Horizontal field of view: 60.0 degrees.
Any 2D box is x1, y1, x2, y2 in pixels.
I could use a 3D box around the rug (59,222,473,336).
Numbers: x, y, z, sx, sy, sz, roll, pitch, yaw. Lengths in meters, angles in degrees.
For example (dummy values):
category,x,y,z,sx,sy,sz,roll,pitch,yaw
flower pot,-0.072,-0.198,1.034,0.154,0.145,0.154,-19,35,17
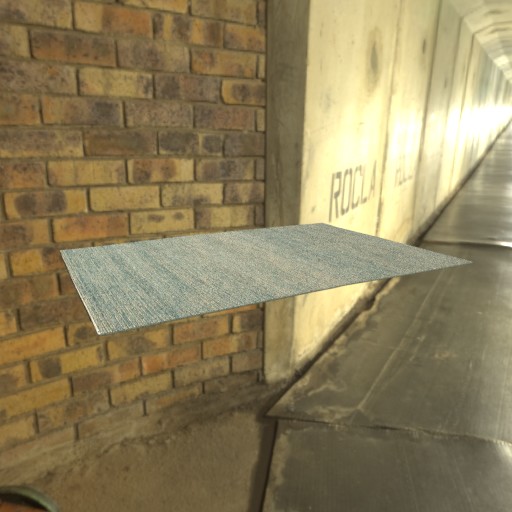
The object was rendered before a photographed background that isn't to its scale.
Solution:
category,x,y,z,sx,sy,sz,roll,pitch,yaw
rug,0.000,0.000,5.262,4.078,0.052,2.802,-8,17,-27
